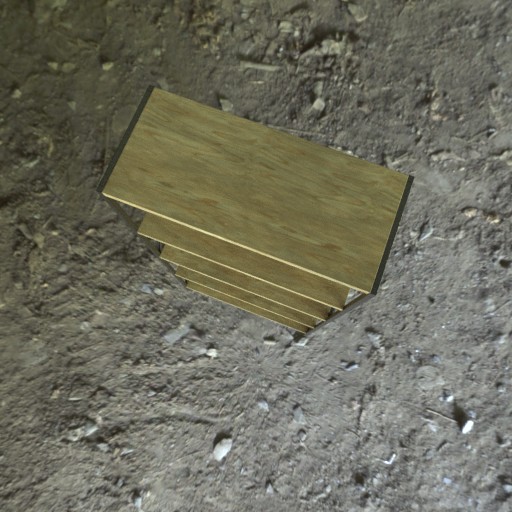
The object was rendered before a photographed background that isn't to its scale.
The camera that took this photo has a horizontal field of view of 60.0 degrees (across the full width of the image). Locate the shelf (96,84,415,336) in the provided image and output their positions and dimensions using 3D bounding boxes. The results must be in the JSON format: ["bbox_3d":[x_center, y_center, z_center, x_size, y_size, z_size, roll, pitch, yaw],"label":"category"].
[{"bbox_3d":[0.000,0.000,2.200,0.874,1.803,0.386,21,77,5],"label":"shelf"}]
